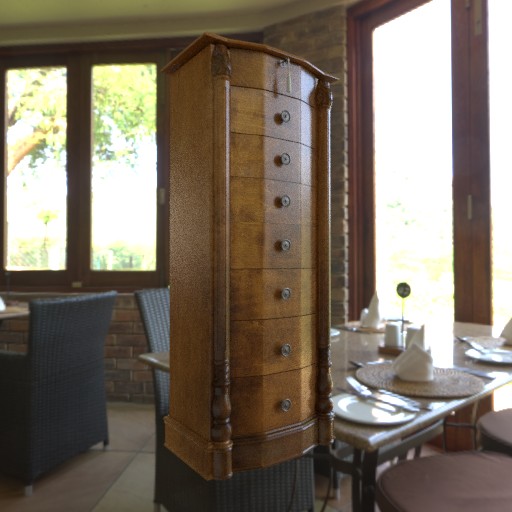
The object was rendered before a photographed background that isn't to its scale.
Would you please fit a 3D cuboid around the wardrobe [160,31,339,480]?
[{"bbox_3d":[0.000,0.000,1.134,0.406,0.959,0.273,1,-1,-36],"label":"wardrobe"}]
